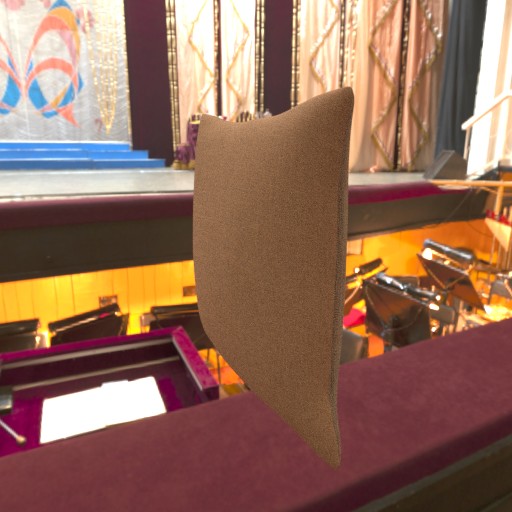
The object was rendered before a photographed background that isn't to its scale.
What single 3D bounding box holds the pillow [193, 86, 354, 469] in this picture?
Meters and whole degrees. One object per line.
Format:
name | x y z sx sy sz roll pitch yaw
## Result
pillow | 0.000 0.000 0.779 0.178 0.506 0.512 -7 15 -25
